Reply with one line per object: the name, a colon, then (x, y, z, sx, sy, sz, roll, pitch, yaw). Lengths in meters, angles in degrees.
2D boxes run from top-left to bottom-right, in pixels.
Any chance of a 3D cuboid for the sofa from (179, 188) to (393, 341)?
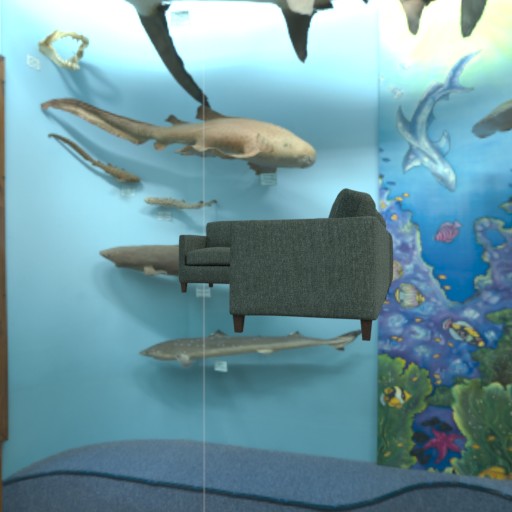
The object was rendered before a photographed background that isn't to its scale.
sofa: (0.000, 0.000, 4.477, 2.593, 0.947, 3.302, 0, 1, 18)
